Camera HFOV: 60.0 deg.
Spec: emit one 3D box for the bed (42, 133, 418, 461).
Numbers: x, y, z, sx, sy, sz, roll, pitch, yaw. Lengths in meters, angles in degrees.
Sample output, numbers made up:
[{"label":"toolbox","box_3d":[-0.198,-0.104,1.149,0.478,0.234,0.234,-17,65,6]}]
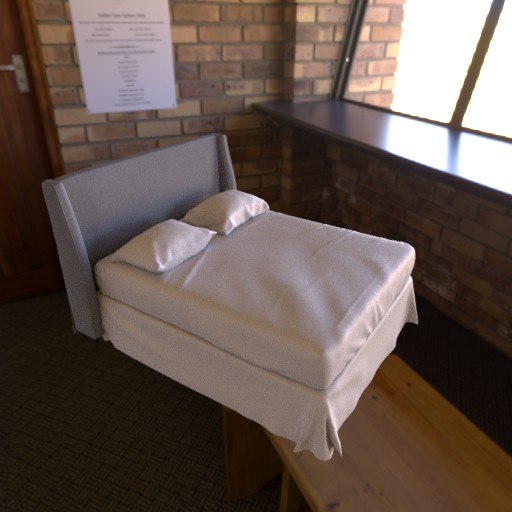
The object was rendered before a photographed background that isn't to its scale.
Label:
[{"label":"bed","box_3d":[0.000,0.000,3.441,2.276,1.332,1.925,17,32,30]}]
